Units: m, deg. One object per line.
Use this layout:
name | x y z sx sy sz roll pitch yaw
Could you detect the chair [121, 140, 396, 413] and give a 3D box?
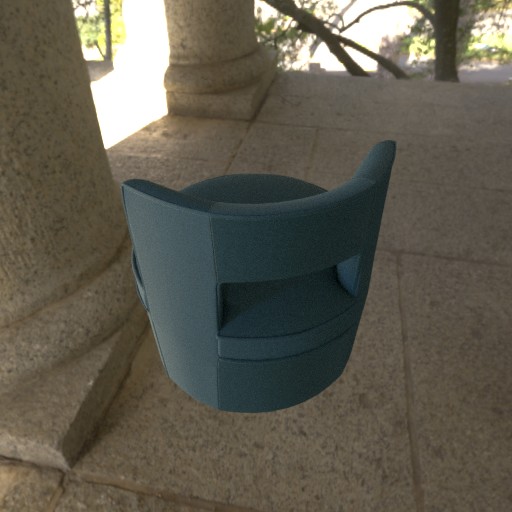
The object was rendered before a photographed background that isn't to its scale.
chair | 0.000 0.000 1.271 0.684 0.711 0.660 -12 41 -14
